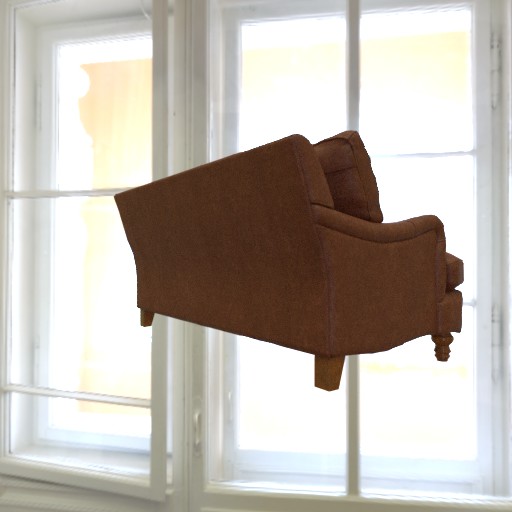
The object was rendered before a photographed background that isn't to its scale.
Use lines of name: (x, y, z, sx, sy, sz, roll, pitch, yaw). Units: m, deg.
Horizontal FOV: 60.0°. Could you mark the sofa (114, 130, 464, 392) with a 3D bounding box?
sofa: (0.000, 0.000, 2.777, 1.147, 1.071, 2.144, 0, 0, -36)
